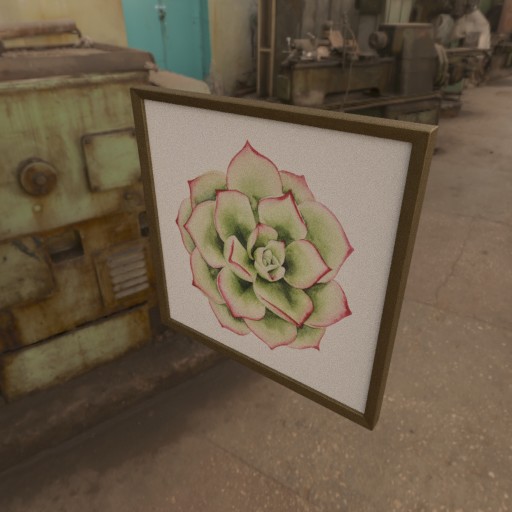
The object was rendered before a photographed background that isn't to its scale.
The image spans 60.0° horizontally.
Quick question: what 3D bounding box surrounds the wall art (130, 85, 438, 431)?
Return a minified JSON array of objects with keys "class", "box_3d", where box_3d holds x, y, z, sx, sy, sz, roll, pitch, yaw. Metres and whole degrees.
[{"class":"wall art","box_3d":[0.000,0.000,0.761,0.503,0.506,0.031,19,35,30]}]
